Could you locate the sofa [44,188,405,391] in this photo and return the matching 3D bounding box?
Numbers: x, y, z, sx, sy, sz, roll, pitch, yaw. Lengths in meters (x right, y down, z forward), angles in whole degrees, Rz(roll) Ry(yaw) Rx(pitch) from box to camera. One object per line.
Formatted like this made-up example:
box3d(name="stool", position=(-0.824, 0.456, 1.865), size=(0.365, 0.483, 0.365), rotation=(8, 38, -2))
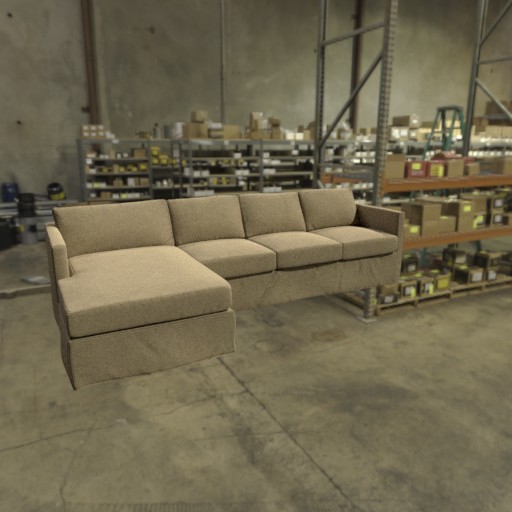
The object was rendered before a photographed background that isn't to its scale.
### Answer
box3d(name="sofa", position=(0.000, 0.000, 3.773), size=(3.198, 0.920, 1.638), rotation=(-7, 16, -27))
